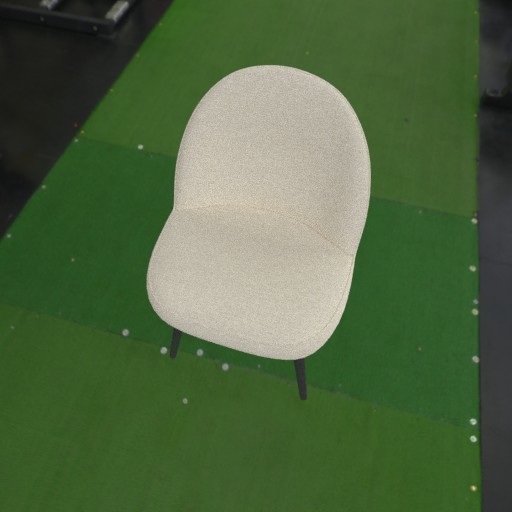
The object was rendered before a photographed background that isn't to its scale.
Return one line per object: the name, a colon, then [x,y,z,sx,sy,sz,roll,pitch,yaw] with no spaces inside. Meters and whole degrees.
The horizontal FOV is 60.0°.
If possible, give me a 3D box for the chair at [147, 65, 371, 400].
chair: [0.000,0.000,1.225,0.532,0.838,0.540,15,59,9]
